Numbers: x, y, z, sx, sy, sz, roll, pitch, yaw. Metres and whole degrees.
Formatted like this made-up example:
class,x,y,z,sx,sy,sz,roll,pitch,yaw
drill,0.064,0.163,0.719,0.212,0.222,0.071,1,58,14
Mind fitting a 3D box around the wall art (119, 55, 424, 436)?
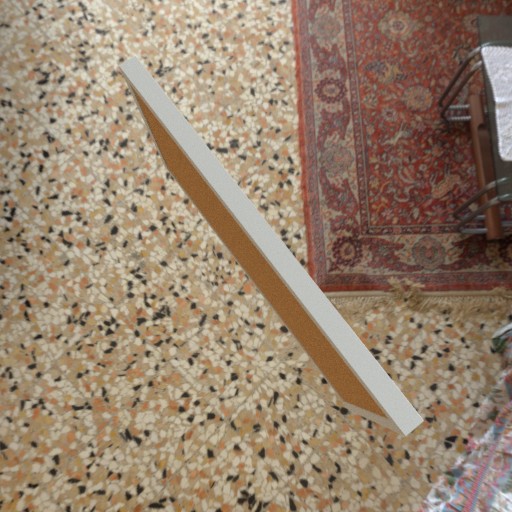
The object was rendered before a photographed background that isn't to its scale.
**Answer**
class,x,y,z,sx,sy,sz,roll,pitch,yaw
wall art,0.000,0.000,0.964,0.038,0.431,0.812,-36,79,-8
